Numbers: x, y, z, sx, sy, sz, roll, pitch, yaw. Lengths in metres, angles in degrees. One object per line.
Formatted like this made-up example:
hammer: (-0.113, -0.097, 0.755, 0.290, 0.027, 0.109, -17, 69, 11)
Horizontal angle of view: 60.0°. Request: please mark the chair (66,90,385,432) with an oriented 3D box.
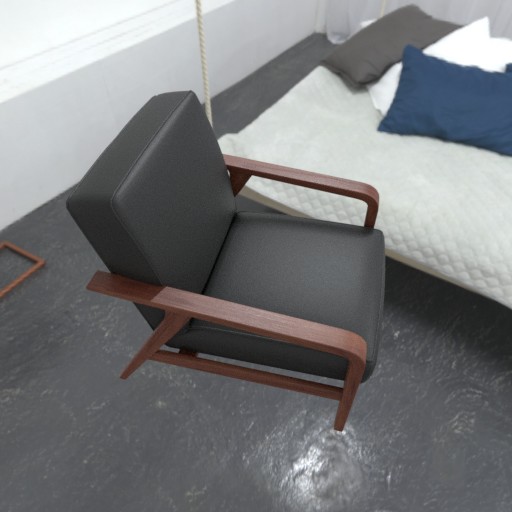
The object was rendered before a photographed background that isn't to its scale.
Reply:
chair: (0.000, 0.000, 1.503, 0.889, 0.861, 0.719, 10, 48, 9)
